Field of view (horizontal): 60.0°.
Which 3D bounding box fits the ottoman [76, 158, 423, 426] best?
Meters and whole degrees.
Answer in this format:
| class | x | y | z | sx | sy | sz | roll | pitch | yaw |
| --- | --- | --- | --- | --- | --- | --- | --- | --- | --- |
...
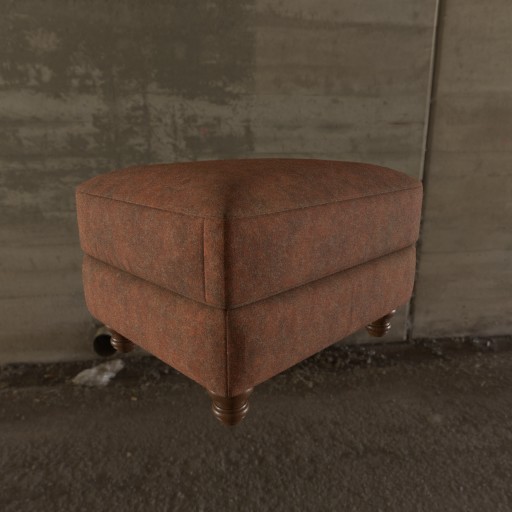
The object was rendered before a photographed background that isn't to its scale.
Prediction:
| class | x | y | z | sx | sy | sz | roll | pitch | yaw |
| --- | --- | --- | --- | --- | --- | --- | --- | --- | --- |
| ottoman | 0.000 | 0.000 | 1.205 | 0.787 | 0.508 | 0.635 | -15 | 21 | -43 |
